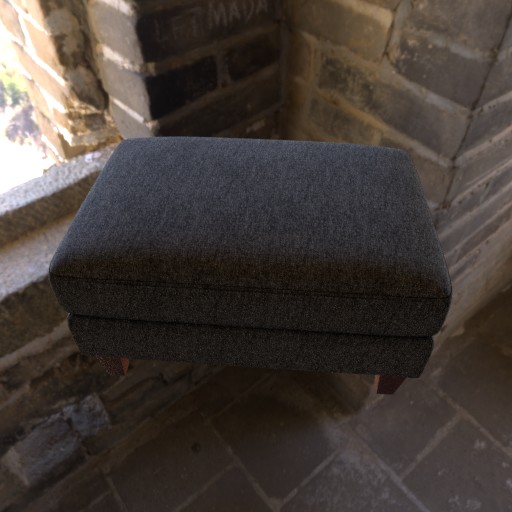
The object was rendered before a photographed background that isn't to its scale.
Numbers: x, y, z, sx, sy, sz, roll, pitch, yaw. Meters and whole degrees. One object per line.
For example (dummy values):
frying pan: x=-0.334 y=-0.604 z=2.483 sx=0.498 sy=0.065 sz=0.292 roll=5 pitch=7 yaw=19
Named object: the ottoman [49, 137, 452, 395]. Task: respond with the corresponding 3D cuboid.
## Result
ottoman: x=0.000 y=0.000 z=1.214 sx=0.864 sy=0.483 sz=0.584 roll=3 pitch=44 yaw=3
